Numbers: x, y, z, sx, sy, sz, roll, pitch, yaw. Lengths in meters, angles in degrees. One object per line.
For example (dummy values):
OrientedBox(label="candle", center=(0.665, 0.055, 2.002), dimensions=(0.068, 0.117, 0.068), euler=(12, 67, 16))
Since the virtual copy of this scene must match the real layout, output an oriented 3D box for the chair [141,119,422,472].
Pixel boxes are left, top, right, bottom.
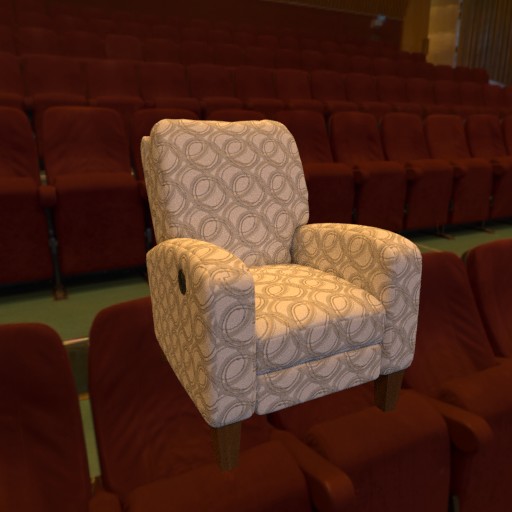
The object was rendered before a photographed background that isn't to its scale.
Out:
OrientedBox(label="chair", center=(0.000, 0.000, 1.766), dimensions=(0.796, 1.065, 0.995), euler=(-8, 17, -26))
